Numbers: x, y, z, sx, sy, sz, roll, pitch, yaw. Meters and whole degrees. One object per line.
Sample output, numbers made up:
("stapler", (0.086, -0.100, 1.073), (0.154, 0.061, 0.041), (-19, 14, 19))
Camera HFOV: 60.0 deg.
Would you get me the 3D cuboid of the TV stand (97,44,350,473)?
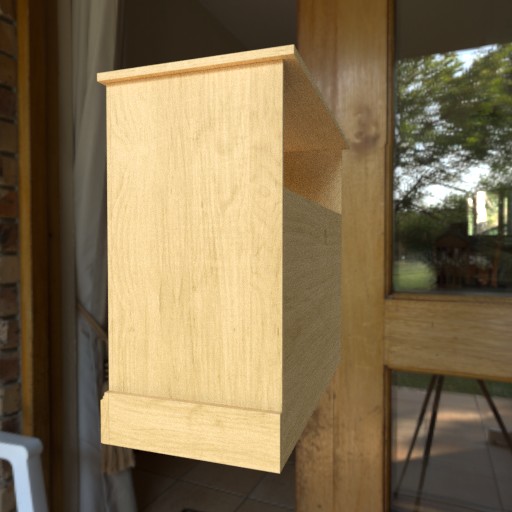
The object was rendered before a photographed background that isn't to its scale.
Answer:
("TV stand", (0.000, 0.000, 1.279), (0.430, 0.787, 0.851), (1, 2, 19))
